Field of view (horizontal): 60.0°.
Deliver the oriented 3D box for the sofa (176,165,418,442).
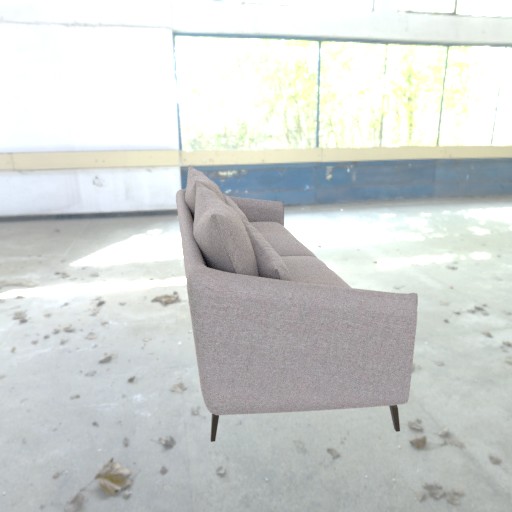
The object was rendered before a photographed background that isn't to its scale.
[{"bbox_3d":[0.000,0.000,2.421,0.809,0.833,2.022,-3,17,-10],"label":"sofa"}]
